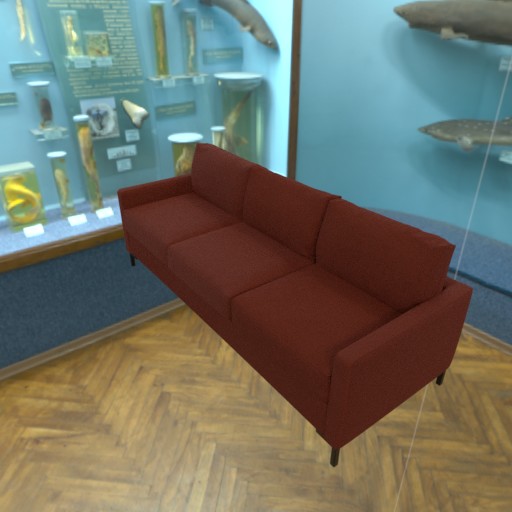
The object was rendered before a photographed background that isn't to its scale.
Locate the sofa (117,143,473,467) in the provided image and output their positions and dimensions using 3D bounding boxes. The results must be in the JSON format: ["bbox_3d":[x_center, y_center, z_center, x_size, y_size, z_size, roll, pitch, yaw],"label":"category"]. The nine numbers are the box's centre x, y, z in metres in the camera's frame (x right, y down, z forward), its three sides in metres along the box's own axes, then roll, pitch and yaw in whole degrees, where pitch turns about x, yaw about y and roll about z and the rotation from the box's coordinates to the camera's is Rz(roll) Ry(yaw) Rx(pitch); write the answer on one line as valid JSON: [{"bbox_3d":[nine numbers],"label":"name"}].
[{"bbox_3d":[0.000,0.000,2.687,0.875,0.879,2.252,-20,35,-32],"label":"sofa"}]
